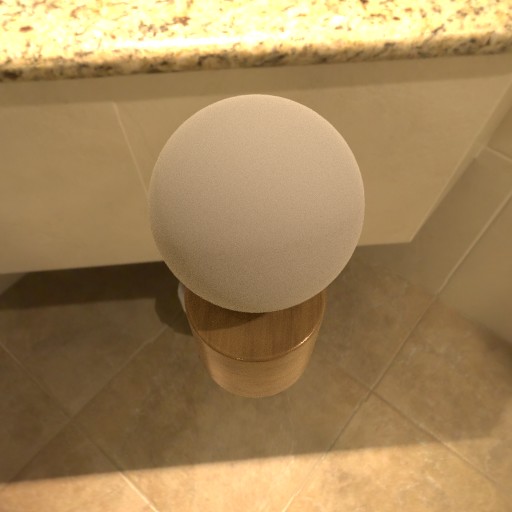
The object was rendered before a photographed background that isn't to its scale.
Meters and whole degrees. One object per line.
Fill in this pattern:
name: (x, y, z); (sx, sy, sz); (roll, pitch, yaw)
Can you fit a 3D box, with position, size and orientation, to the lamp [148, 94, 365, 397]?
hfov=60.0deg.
lamp: (0.000, 0.000, 0.341); (0.141, 0.250, 0.152); (2, 58, 1)
